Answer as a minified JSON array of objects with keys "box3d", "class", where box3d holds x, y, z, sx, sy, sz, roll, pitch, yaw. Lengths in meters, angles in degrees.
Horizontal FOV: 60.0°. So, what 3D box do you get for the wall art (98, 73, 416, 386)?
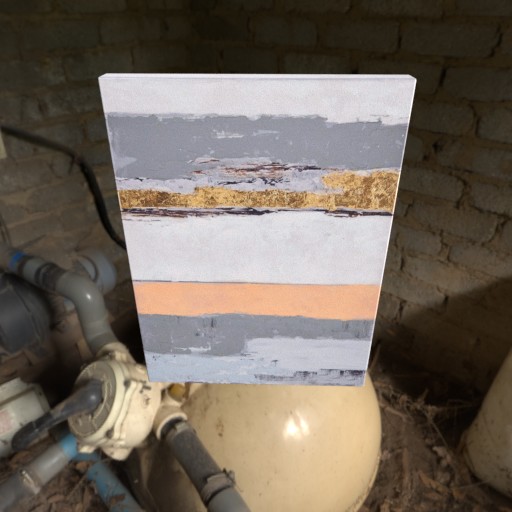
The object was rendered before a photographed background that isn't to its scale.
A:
[{"box3d":[0.000,0.000,0.801,0.456,0.609,0.038,1,30,1],"class":"wall art"}]
